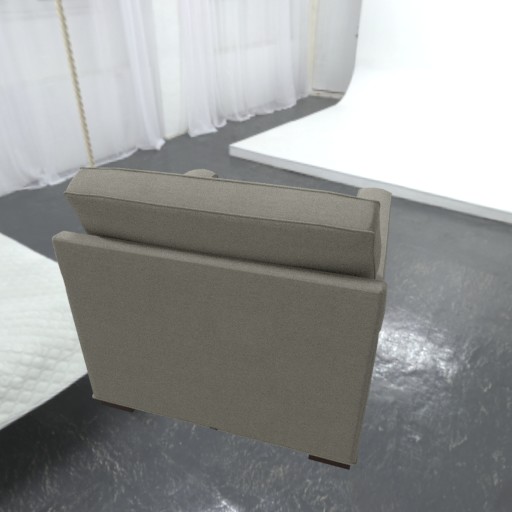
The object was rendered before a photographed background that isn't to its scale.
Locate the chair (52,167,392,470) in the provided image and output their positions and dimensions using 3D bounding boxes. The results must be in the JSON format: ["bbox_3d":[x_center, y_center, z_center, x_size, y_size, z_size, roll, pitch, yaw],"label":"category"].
[{"bbox_3d":[0.000,0.000,1.779,0.999,0.934,1.044,9,32,14],"label":"chair"}]
